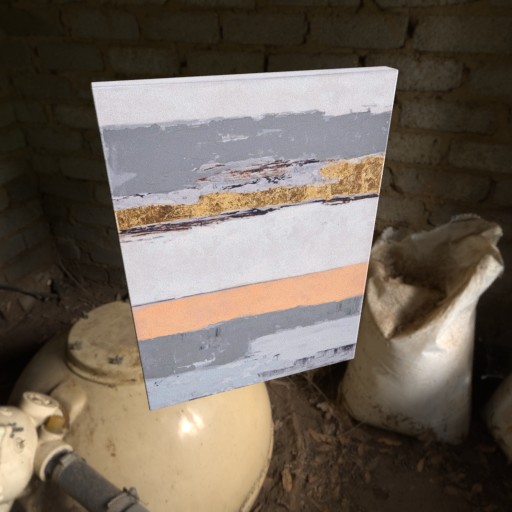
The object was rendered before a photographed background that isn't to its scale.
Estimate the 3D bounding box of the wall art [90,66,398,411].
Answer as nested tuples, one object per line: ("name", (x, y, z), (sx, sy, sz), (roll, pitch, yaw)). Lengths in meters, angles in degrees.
("wall art", (0.000, 0.000, 0.797), (0.456, 0.609, 0.038), (-10, 32, -16))
